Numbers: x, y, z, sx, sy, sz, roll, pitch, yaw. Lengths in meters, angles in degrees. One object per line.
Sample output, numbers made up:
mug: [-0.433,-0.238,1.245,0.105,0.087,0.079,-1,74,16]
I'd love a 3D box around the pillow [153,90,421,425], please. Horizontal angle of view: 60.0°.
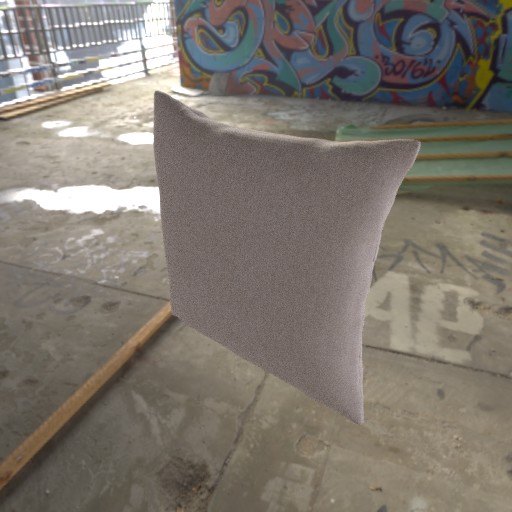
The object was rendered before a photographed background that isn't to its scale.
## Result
pillow: [0.000,0.000,0.687,0.433,0.436,0.173,23,38,33]
